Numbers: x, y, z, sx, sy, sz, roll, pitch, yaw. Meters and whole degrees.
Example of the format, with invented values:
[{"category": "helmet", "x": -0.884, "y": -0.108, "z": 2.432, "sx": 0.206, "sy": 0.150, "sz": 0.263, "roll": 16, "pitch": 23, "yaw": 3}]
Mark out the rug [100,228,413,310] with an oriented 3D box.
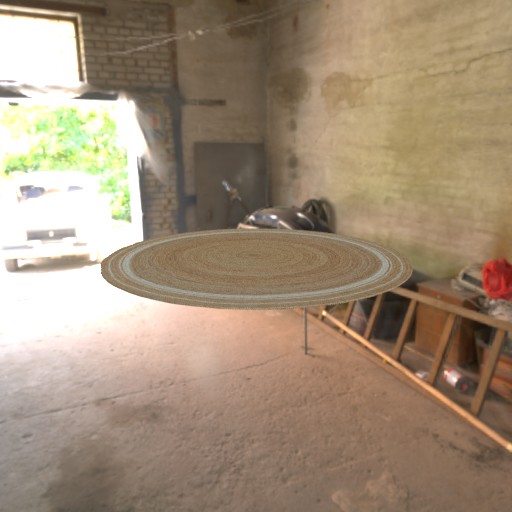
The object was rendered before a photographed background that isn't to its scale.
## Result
[{"category": "rug", "x": 0.000, "y": 0.000, "z": 3.657, "sx": 2.444, "sy": 0.015, "sz": 2.444, "roll": 0, "pitch": 14, "yaw": 0}]
